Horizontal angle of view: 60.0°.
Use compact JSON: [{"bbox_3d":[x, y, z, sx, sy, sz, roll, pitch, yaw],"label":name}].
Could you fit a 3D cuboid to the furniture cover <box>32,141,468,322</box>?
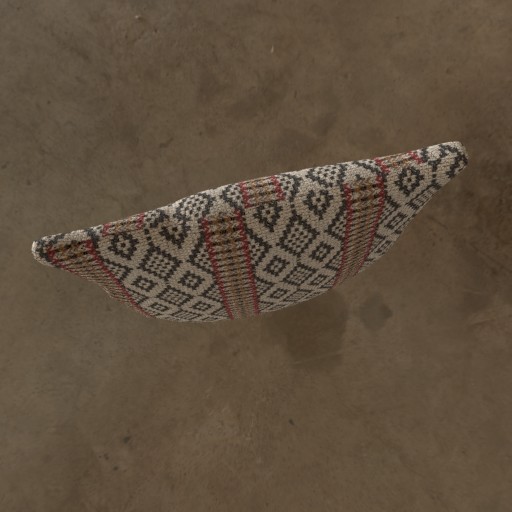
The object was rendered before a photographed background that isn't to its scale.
[{"bbox_3d":[0.000,0.000,0.737,0.503,0.506,0.182,-13,76,-3],"label":"furniture cover"}]
